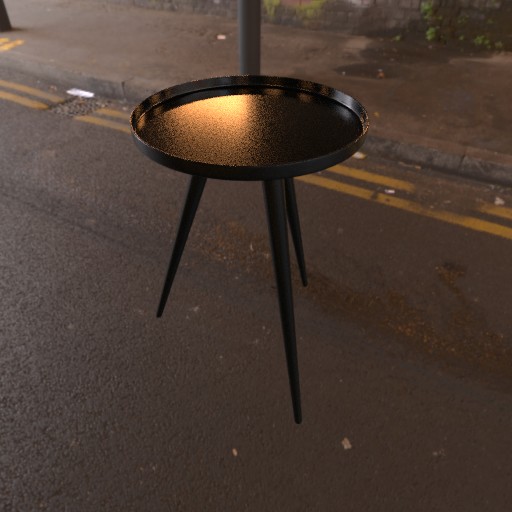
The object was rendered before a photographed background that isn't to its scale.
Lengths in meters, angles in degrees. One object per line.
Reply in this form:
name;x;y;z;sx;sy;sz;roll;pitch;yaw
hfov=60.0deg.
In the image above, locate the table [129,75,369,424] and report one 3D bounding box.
table;0.000;0.000;0.850;0.403;0.548;0.415;-12;40;-15
